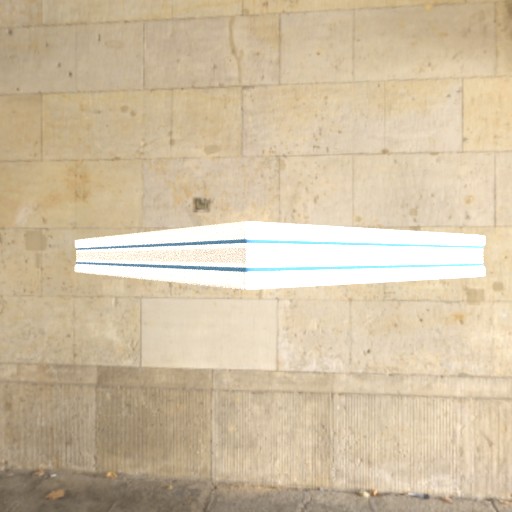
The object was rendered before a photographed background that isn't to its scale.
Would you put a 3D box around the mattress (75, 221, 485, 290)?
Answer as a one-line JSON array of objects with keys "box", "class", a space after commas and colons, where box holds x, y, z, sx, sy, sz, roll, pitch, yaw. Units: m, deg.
[{"box": [0.000, 0.000, 2.707, 1.600, 0.230, 2.000, 0, 0, -37], "class": "mattress"}]
